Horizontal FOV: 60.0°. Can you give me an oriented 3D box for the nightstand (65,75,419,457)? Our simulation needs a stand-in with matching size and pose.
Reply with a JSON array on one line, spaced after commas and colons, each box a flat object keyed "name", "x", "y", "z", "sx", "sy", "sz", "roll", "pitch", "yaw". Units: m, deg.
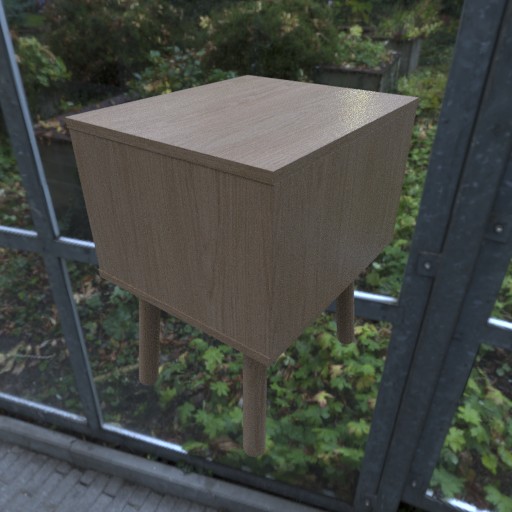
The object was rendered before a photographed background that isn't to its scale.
[{"name": "nightstand", "x": 0.000, "y": 0.000, "z": 0.871, "sx": 0.380, "sy": 0.571, "sz": 0.450, "roll": 21, "pitch": 37, "yaw": 31}]
